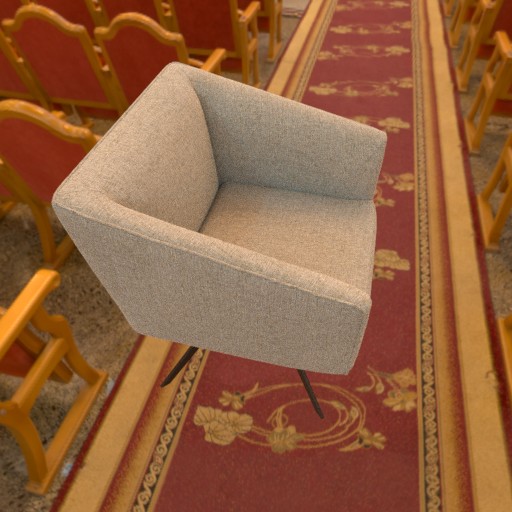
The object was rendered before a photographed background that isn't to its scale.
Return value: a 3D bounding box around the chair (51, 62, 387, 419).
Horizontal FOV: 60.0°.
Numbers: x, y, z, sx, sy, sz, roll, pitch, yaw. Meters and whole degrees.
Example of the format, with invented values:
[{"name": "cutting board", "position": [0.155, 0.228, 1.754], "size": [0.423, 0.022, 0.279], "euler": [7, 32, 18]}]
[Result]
[{"name": "chair", "position": [0.000, 0.000, 1.218], "size": [0.623, 0.760, 0.628], "euler": [10, 48, 10]}]
